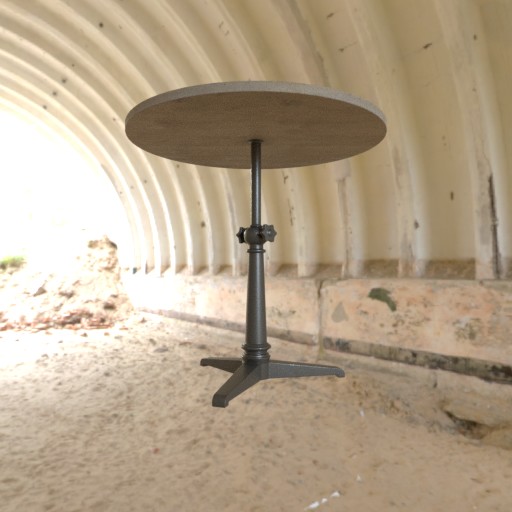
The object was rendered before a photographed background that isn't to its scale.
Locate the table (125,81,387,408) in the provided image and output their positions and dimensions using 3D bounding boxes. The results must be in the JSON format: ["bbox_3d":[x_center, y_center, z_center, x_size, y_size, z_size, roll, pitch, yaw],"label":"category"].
[{"bbox_3d":[0.000,0.000,1.400,0.800,0.780,0.800,0,-2,0],"label":"table"}]
